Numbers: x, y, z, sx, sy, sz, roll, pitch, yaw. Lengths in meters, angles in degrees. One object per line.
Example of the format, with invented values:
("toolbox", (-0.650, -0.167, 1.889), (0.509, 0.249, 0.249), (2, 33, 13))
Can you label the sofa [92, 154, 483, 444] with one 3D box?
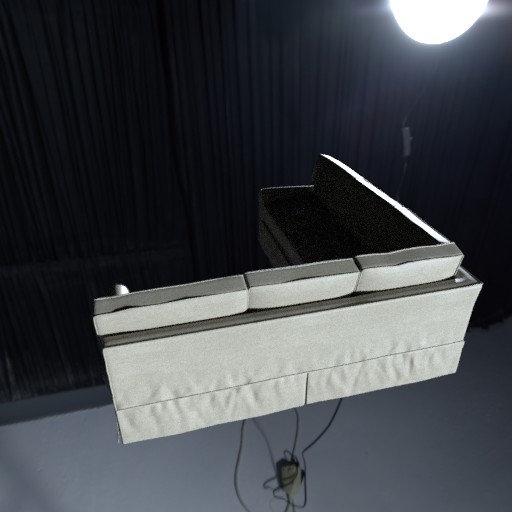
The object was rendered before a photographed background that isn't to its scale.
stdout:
("sofa", (0.000, 0.000, 4.042), (2.623, 1.081, 2.618), (-8, 31, -13))
